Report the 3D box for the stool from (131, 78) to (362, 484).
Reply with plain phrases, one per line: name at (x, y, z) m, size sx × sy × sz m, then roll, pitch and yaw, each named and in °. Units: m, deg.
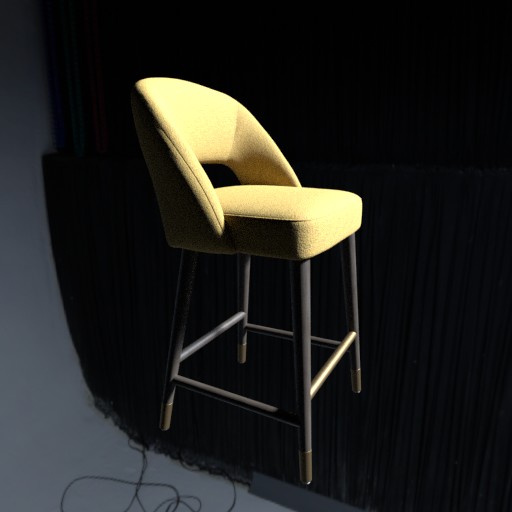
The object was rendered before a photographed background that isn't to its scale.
stool at (0.000, 0.000, 1.225) m, size 0.522 × 0.939 × 0.536 m, roll 8°, pitch 16°, yaw 27°
